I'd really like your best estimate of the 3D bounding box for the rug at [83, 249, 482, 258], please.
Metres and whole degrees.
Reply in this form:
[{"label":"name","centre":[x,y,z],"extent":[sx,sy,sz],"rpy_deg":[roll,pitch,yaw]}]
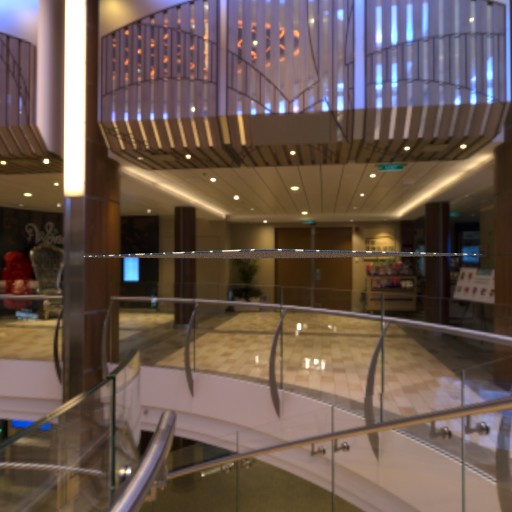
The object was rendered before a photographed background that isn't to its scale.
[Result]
[{"label":"rug","centre":[0.000,0.000,4.470],"extent":[2.438,0.010,3.353],"rpy_deg":[1,-1,-37]}]
